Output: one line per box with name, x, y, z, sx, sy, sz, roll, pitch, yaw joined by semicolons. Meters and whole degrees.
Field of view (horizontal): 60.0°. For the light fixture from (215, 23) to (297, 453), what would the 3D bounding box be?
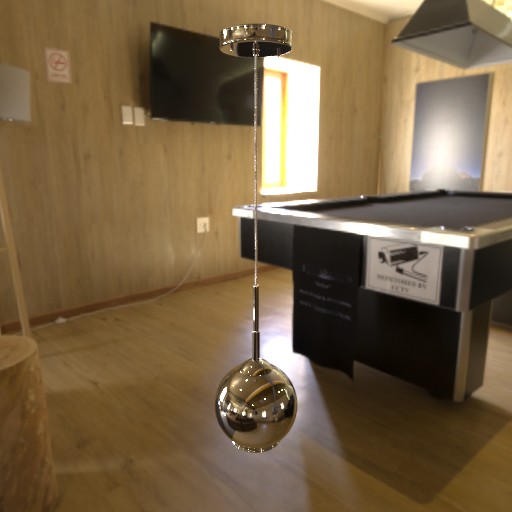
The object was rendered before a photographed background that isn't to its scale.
light fixture;0.000;0.000;1.668;0.336;1.538;0.336;-6;14;-26
